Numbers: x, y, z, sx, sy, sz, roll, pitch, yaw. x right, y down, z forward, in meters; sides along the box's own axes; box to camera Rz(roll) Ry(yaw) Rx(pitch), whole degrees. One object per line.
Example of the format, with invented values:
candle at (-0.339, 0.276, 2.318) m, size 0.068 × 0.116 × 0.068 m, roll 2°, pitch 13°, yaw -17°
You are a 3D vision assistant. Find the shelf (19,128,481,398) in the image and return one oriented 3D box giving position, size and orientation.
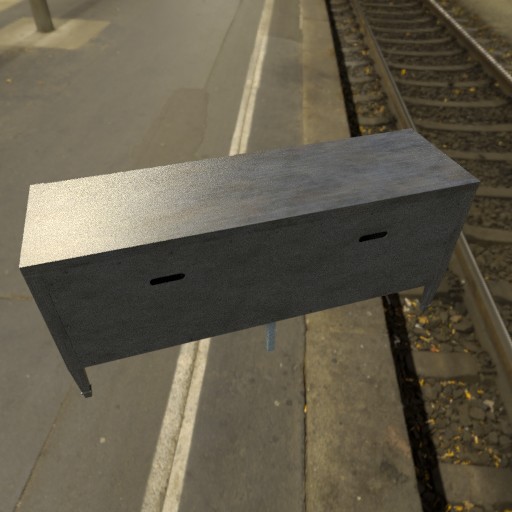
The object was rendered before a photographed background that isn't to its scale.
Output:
shelf at (0.000, 0.000, 1.857) m, size 1.575 × 0.719 × 0.479 m, roll -12°, pitch 43°, yaw -13°
